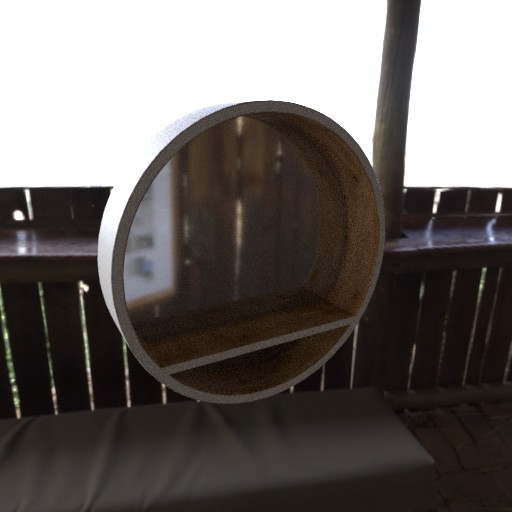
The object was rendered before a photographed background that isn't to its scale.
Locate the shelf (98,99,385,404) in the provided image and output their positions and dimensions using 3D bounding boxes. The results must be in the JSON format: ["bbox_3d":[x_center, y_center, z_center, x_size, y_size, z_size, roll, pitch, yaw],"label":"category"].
[{"bbox_3d":[0.000,0.000,1.220,0.806,0.807,0.158,-9,20,-28],"label":"shelf"}]
